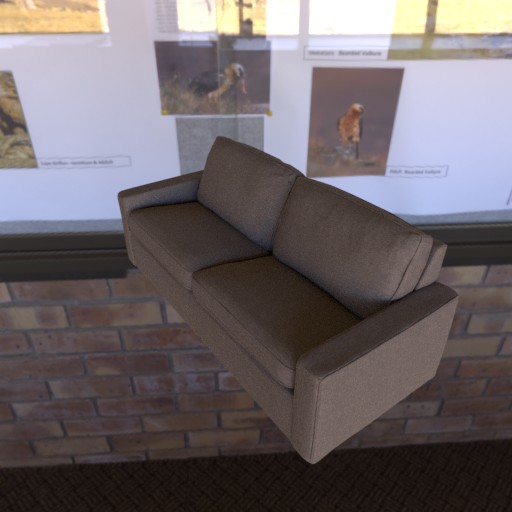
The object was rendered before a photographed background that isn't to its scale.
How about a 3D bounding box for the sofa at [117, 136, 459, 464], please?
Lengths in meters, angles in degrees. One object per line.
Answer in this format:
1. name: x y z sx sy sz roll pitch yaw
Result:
1. sofa: 0.000 0.000 2.628 0.940 0.919 2.080 -21 38 -29
